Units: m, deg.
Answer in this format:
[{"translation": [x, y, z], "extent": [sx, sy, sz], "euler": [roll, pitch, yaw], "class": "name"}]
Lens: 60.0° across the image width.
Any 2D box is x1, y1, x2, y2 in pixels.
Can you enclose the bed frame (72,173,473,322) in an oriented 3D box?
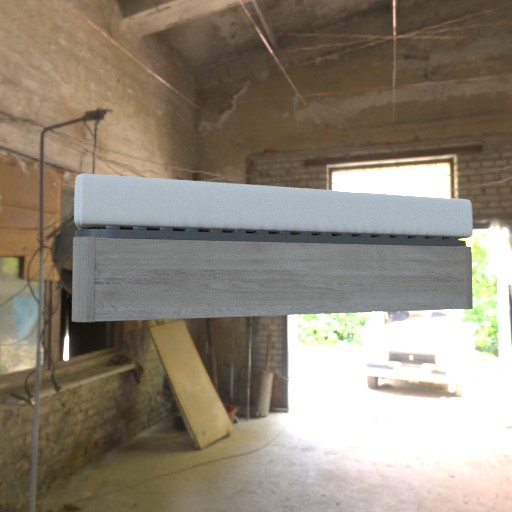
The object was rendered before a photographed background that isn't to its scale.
[{"translation": [0.000, 0.000, 2.587], "extent": [1.900, 0.561, 1.400], "euler": [1, -2, -19], "class": "bed frame"}]
